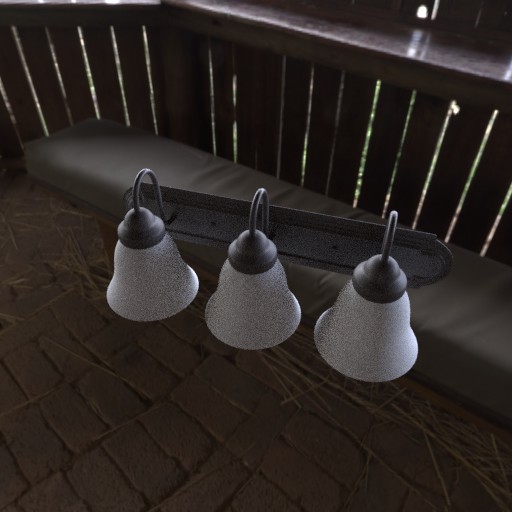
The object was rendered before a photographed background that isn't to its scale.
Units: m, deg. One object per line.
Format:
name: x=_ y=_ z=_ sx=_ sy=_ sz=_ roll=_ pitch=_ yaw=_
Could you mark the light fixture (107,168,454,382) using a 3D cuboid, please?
light fixture: x=0.000 y=0.000 z=0.707 sx=0.610 sy=0.222 sz=0.199 roll=12 pitch=41 yaw=14
